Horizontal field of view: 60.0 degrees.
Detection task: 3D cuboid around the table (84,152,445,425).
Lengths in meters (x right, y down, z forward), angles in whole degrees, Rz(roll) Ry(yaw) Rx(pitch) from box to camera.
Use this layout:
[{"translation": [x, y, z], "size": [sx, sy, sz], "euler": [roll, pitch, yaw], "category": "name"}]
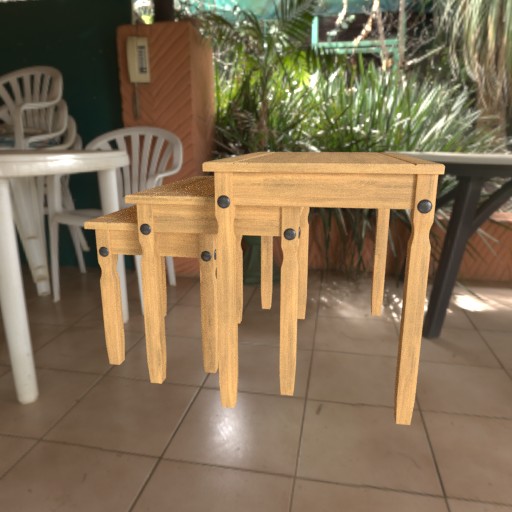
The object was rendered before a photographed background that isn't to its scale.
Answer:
[{"translation": [0.000, 0.000, 1.212], "size": [0.773, 0.535, 0.660], "euler": [2, 15, 9], "category": "table"}]
